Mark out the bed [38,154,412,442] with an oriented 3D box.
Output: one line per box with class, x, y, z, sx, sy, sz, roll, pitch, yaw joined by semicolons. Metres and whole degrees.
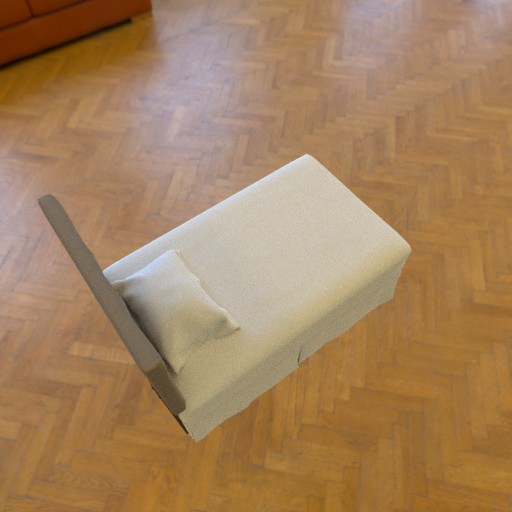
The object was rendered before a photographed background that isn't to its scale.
bed;0.000;0.000;3.001;1.997;1.571;1.261;-32;64;-18
